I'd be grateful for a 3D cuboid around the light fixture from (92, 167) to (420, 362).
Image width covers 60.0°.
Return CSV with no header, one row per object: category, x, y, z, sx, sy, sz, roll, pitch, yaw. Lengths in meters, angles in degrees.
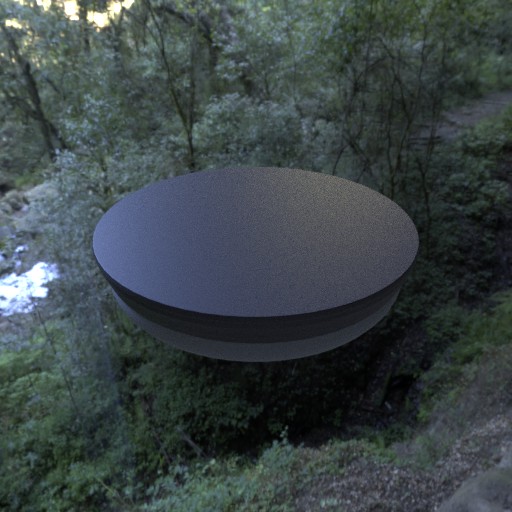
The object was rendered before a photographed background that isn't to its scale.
light fixture,0.000,0.000,0.546,0.368,0.100,0.368,0,31,0
